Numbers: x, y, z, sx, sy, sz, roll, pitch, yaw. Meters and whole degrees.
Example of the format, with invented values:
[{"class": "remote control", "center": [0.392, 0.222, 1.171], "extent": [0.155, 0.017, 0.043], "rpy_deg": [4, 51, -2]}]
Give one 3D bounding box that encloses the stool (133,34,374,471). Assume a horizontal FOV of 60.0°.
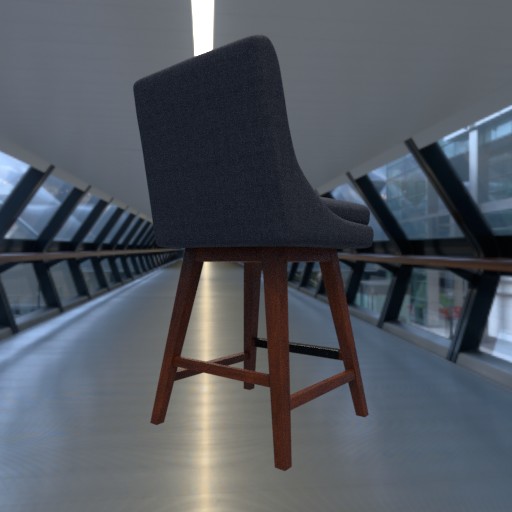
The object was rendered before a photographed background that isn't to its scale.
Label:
[{"class": "stool", "center": [0.000, 0.000, 1.191], "extent": [0.467, 0.895, 0.524], "rpy_deg": [0, 0, 38]}]
